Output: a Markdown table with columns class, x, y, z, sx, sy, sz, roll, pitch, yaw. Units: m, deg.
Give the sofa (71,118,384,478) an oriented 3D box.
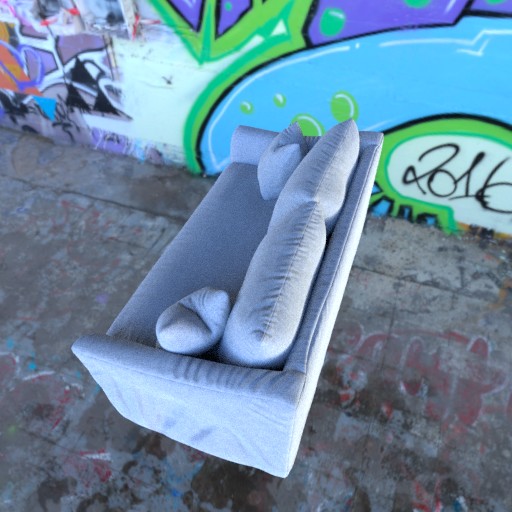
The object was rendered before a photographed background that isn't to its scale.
| class | x | y | z | sx | sy | sz | roll | pitch | yaw |
| --- | --- | --- | --- | --- | --- | --- | --- | --- | --- |
| sofa | 0.000 | 0.000 | 2.610 | 1.072 | 1.018 | 2.010 | 15 | 48 | 14 |
